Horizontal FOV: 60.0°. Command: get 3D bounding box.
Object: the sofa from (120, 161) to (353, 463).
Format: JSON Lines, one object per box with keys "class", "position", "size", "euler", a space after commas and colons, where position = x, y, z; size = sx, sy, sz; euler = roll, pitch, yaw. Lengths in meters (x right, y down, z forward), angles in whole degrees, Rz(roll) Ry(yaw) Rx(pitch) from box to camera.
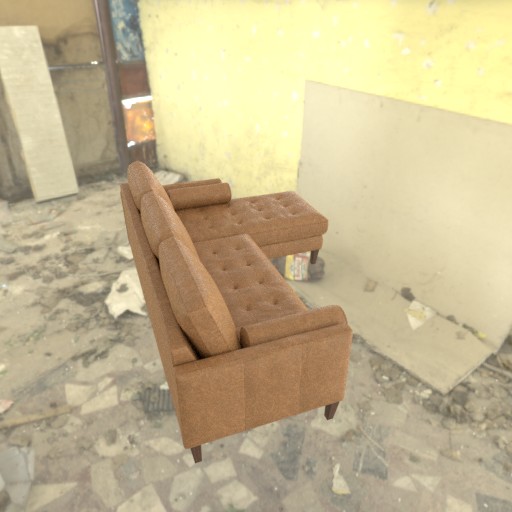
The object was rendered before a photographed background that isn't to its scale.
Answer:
{"class": "sofa", "position": [0.000, 0.000, 2.965], "size": [1.506, 0.876, 2.178], "euler": [-11, 32, -18]}
